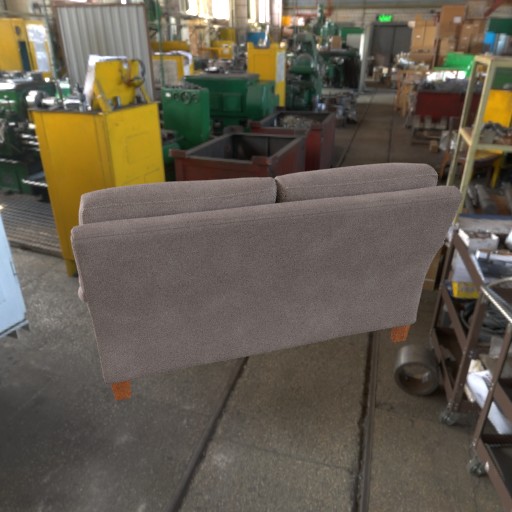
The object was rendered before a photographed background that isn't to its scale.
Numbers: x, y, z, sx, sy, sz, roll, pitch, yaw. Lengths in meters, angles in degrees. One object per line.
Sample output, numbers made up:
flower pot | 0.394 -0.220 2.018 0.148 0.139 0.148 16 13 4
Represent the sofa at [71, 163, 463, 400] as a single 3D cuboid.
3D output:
sofa | 0.000 0.000 2.540 1.853 1.101 1.084 -8 27 -15
